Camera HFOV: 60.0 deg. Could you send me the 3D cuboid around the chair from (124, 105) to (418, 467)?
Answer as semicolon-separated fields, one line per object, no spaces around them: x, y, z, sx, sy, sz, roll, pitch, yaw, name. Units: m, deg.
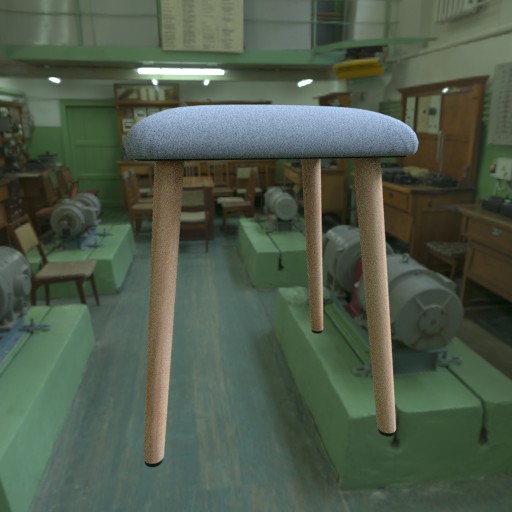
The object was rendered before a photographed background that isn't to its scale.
0.000;0.000;0.685;0.350;0.440;0.350;-3;17;-10;chair
